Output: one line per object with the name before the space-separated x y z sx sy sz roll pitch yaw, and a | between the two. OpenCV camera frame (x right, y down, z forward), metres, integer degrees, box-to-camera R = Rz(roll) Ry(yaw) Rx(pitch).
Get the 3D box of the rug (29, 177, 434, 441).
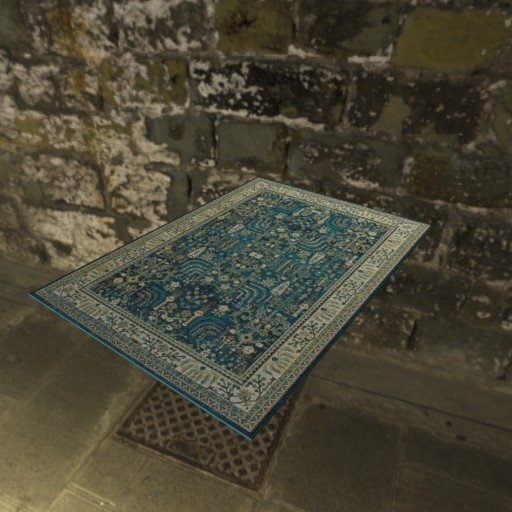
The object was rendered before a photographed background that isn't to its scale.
rug | 0.000 0.000 2.882 1.594 0.013 2.213 21 38 30
